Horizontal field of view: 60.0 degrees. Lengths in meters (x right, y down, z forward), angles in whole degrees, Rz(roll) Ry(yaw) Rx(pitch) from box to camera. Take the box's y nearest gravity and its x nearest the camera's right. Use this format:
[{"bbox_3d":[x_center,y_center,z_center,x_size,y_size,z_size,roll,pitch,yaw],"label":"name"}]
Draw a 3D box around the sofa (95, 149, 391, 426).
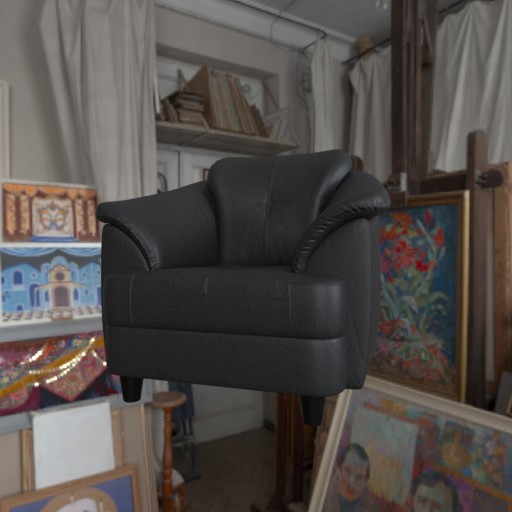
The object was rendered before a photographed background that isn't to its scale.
[{"bbox_3d":[0.000,0.000,1.475,0.870,0.811,0.794,0,1,19],"label":"sofa"}]
